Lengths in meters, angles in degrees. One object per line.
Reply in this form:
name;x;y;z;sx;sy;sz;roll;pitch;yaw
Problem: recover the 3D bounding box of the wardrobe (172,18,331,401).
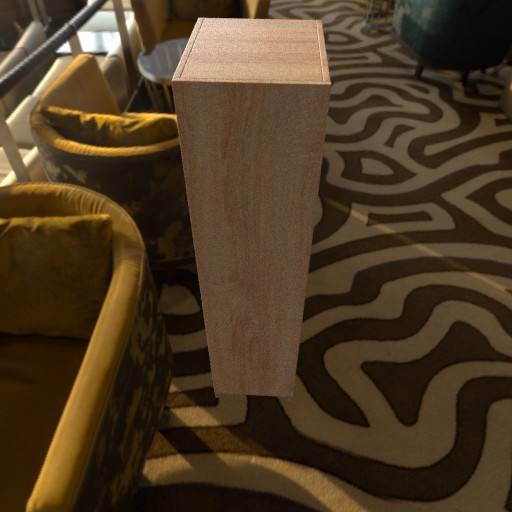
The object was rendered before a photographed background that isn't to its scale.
wardrobe;0.000;0.000;2.327;0.496;2.117;0.588;2;45;2
